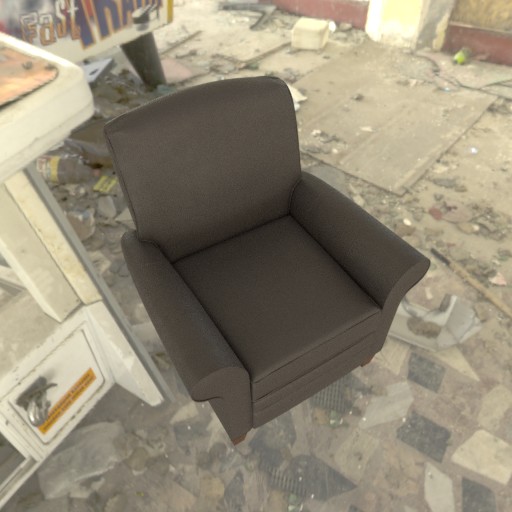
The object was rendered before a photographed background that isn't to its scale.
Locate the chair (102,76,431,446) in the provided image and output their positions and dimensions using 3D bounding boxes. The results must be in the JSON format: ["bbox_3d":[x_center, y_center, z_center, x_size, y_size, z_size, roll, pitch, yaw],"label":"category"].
[{"bbox_3d":[0.000,0.000,1.755,0.978,1.061,0.902,-24,50,-22],"label":"chair"}]
